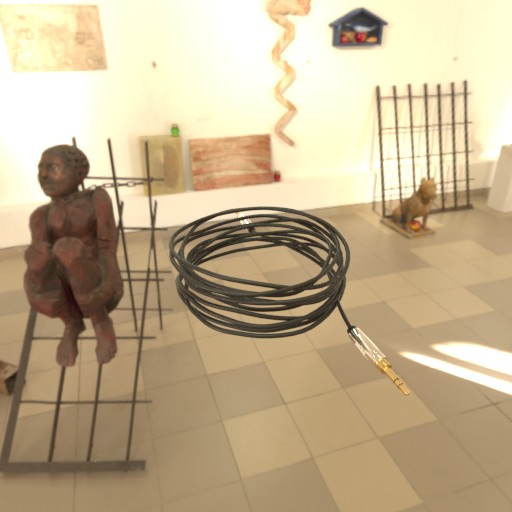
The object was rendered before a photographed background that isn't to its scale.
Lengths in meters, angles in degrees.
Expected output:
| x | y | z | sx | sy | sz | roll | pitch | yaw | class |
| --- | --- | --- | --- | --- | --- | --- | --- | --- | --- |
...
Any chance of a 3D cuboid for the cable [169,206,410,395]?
| x | y | z | sx | sy | sz | roll | pitch | yaw | class |
| --- | --- | --- | --- | --- | --- | --- | --- | --- | --- |
| 0.000 | 0.000 | 0.503 | 0.198 | 0.069 | 0.432 | -9 | 28 | -16 | cable |
